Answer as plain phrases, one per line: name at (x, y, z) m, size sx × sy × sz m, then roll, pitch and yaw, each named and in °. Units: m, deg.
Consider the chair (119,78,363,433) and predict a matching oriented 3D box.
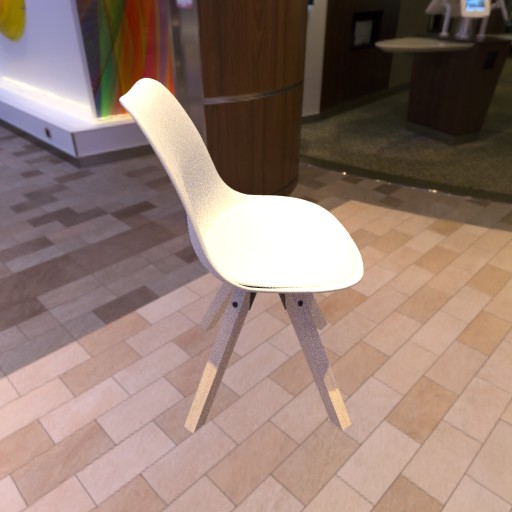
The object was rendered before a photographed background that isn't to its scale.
chair at (0.000, 0.000, 1.172) m, size 0.550 × 0.850 × 0.485 m, roll -1°, pitch 32°, yaw -1°
